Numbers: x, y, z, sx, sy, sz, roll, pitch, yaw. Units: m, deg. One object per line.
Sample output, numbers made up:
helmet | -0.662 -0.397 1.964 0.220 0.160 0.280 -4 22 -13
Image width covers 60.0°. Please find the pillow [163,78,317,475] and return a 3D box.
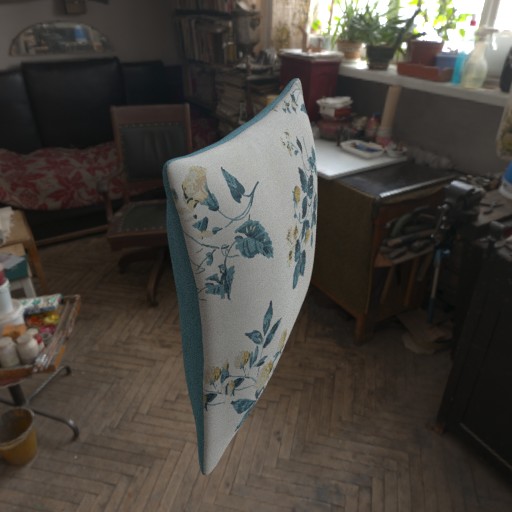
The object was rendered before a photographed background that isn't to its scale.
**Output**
pillow | 0.000 0.000 0.777 0.166 0.507 0.526 10 32 16
